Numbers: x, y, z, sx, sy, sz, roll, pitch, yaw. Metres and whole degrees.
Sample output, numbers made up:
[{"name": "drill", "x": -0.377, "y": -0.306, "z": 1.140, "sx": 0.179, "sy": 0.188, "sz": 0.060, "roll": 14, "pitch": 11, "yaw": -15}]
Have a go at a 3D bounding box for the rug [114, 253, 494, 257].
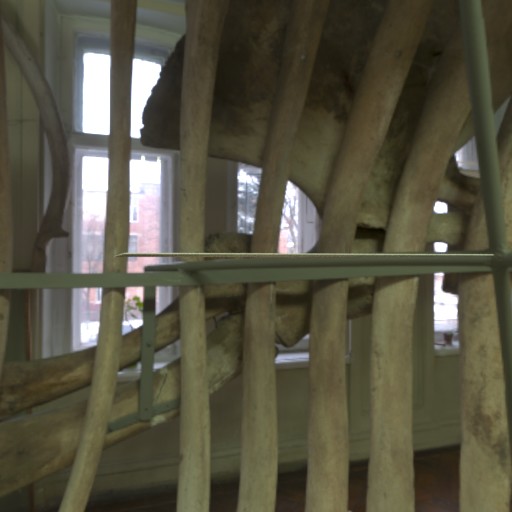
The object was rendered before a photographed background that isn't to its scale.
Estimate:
[{"name": "rug", "x": 0.000, "y": 0.000, "z": 4.092, "sx": 2.453, "sy": 0.010, "sz": 3.037, "roll": 0, "pitch": 0, "yaw": -19}]
